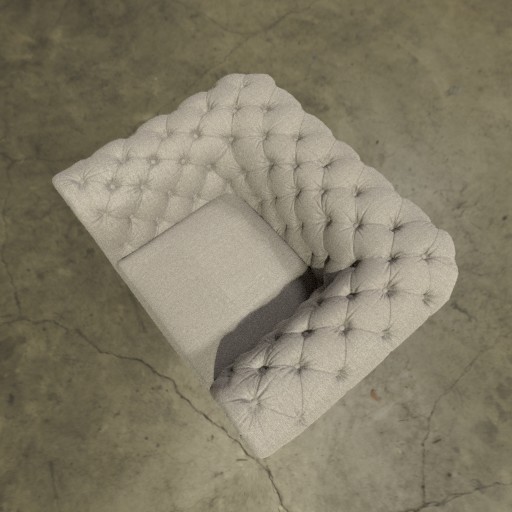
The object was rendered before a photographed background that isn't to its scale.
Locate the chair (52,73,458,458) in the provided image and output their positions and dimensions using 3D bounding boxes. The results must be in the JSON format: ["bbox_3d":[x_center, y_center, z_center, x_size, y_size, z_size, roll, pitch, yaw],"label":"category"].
[{"bbox_3d":[0.000,0.000,1.853,0.976,0.770,1.270,-37,70,-16],"label":"chair"}]
